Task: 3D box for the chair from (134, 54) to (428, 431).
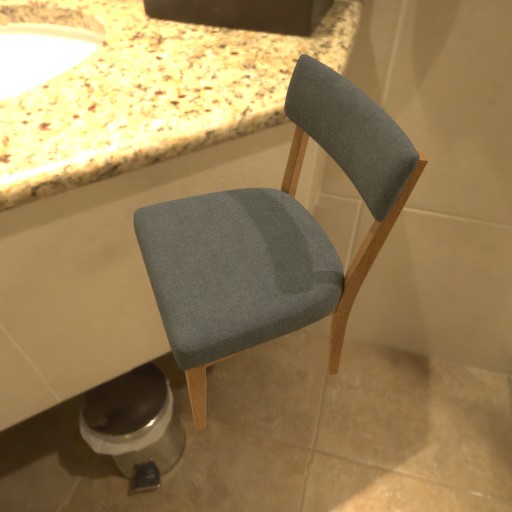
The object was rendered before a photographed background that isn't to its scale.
[{"bbox_3d":[0.000,0.000,1.197,0.572,0.832,0.508,-16,49,-15],"label":"chair"}]
